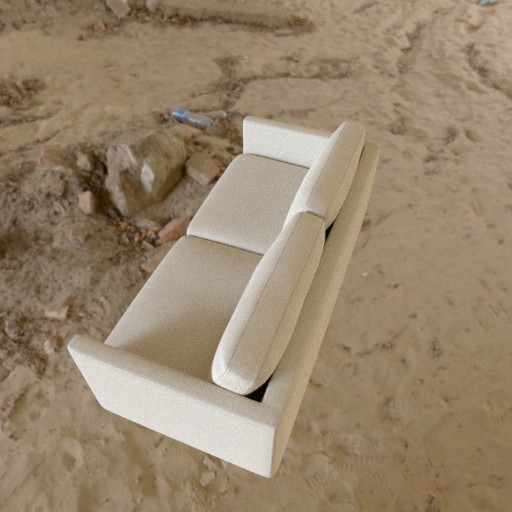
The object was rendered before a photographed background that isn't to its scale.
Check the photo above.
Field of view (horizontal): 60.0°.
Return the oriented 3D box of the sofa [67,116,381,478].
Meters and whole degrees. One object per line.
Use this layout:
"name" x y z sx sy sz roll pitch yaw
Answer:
"sofa" 0.000 0.000 2.500 0.965 0.889 1.981 16 50 14
